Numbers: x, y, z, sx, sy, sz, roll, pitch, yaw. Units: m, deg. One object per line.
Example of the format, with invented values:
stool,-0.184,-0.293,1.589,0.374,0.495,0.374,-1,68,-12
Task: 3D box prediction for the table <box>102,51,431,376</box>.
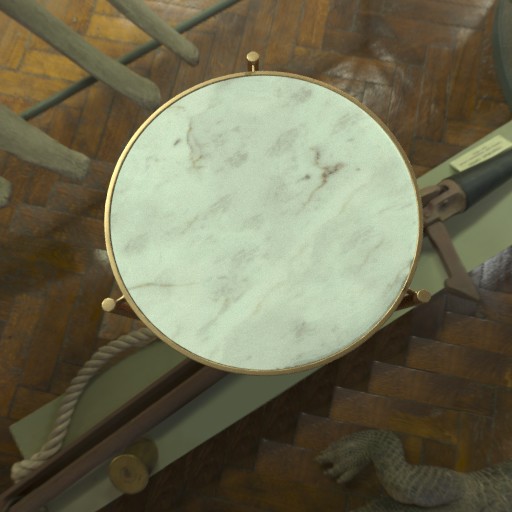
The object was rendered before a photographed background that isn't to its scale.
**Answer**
table,0.000,0.000,0.822,0.456,0.493,0.430,-32,79,-7
